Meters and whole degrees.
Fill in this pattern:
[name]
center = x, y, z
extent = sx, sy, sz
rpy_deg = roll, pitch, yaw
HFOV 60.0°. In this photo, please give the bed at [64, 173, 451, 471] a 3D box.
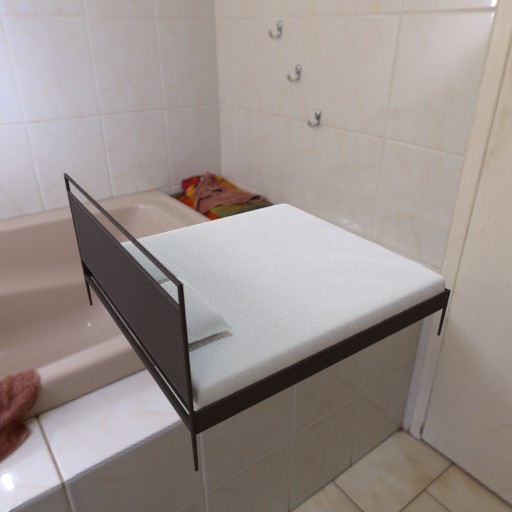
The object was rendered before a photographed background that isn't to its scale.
[bed]
center = 0.000, 0.000, 3.401
extent = 2.151, 1.173, 1.993
rpy_deg = -17, 32, -30
